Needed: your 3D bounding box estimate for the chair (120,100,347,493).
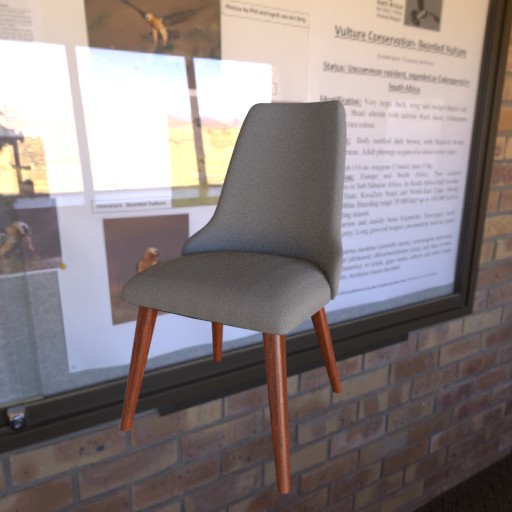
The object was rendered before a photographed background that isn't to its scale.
[{"bbox_3d":[0.000,0.000,1.326,0.535,0.918,0.707,8,17,27],"label":"chair"}]
